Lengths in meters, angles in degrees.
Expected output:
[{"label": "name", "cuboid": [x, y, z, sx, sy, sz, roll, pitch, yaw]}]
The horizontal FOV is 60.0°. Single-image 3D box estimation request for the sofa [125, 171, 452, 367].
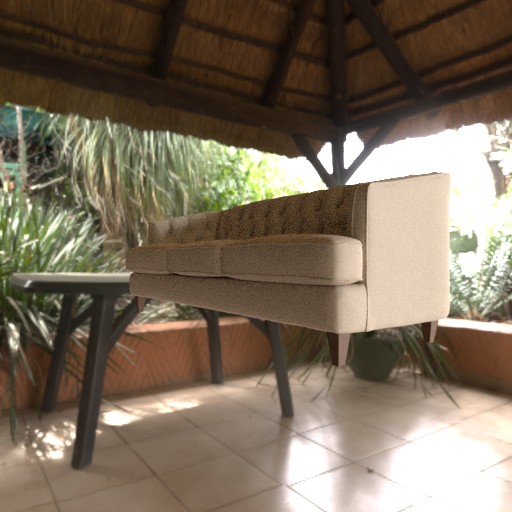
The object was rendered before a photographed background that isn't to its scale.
[{"label": "sofa", "cuboid": [0.000, 0.000, 2.767, 0.941, 0.855, 2.278, 0, -1, -35]}]
